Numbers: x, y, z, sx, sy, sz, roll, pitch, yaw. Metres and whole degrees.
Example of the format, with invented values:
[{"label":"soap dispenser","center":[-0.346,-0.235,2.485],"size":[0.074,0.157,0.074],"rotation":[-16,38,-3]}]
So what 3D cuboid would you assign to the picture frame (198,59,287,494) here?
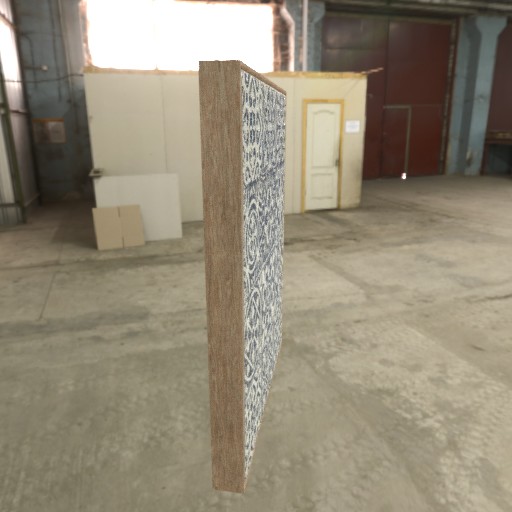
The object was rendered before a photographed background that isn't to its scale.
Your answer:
[{"label":"picture frame","center":[0.000,0.000,0.713],"size":[0.043,0.526,0.424],"rotation":[3,16,10]}]
